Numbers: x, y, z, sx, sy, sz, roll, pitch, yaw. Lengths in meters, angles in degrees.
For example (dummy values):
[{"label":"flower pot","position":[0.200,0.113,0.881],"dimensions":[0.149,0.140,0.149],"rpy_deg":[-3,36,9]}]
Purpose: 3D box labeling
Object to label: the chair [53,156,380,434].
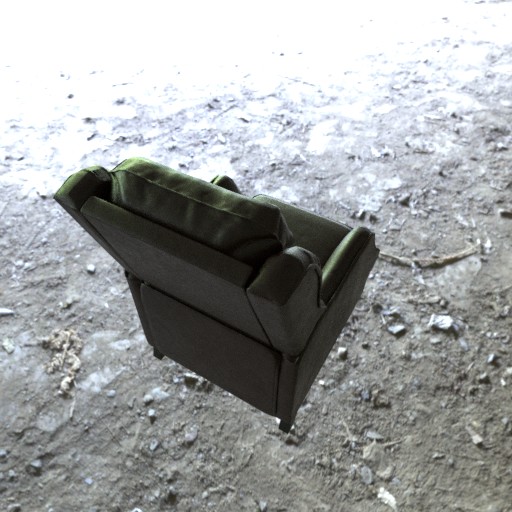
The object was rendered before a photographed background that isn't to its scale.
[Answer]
[{"label":"chair","position":[0.000,0.000,1.735],"dimensions":[0.770,1.132,0.982],"rpy_deg":[23,51,21]}]
